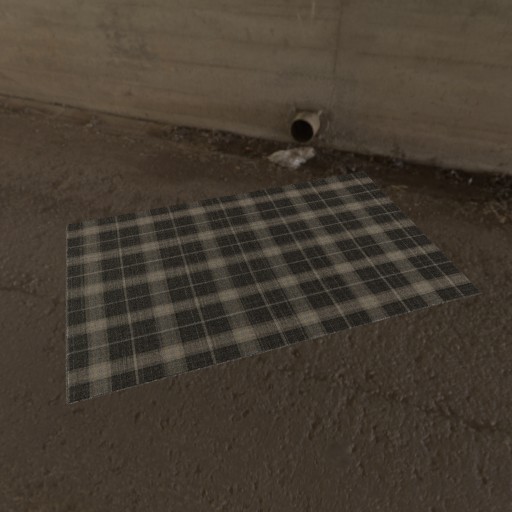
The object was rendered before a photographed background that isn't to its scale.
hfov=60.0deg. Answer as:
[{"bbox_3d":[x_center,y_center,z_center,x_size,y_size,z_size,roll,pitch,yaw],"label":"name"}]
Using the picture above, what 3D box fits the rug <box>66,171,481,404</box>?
[{"bbox_3d":[0.000,0.000,2.981,2.434,0.015,1.520,-12,43,-13],"label":"rug"}]
